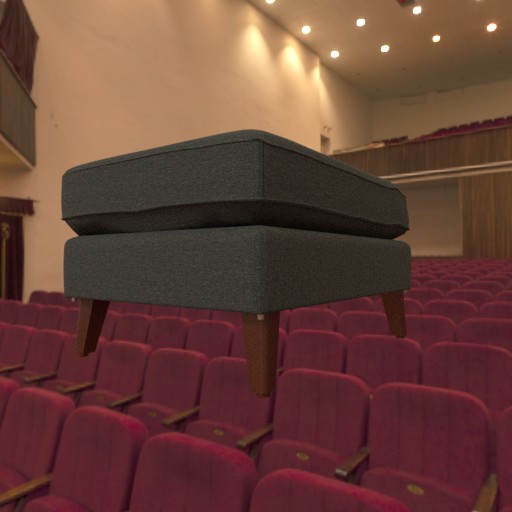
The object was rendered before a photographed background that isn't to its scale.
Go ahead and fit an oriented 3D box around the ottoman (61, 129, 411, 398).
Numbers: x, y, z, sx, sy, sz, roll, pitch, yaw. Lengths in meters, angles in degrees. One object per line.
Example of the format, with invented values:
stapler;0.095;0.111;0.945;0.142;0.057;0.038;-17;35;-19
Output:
ottoman;0.000;0.000;1.248;0.629;0.503;0.835;0;-1;36
